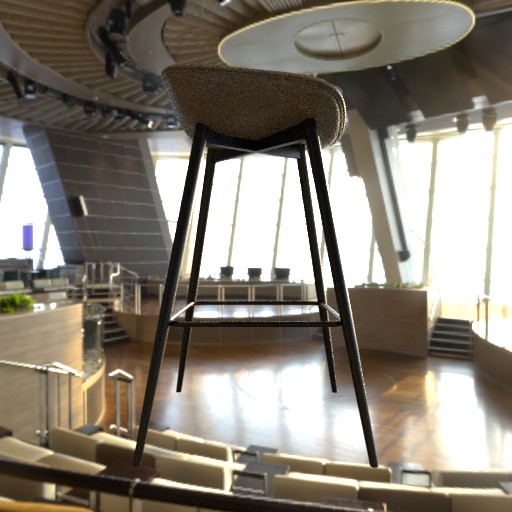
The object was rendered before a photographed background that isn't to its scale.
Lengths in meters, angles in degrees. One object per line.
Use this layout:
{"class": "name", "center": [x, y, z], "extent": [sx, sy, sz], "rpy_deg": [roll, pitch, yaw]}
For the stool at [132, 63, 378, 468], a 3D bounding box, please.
{"class": "stool", "center": [0.000, 0.000, 1.088], "extent": [0.480, 0.814, 0.469], "rpy_deg": [0, 1, 0]}
